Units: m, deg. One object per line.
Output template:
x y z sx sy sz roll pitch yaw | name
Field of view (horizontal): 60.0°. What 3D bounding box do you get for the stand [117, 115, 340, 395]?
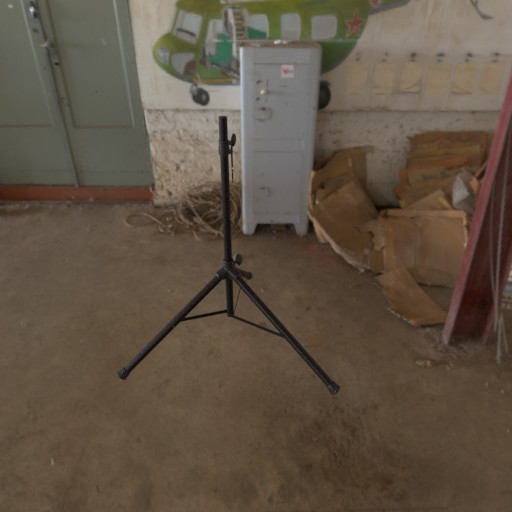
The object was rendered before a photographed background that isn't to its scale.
0.000 0.000 1.910 0.907 1.136 1.045 21 37 30 | stand
